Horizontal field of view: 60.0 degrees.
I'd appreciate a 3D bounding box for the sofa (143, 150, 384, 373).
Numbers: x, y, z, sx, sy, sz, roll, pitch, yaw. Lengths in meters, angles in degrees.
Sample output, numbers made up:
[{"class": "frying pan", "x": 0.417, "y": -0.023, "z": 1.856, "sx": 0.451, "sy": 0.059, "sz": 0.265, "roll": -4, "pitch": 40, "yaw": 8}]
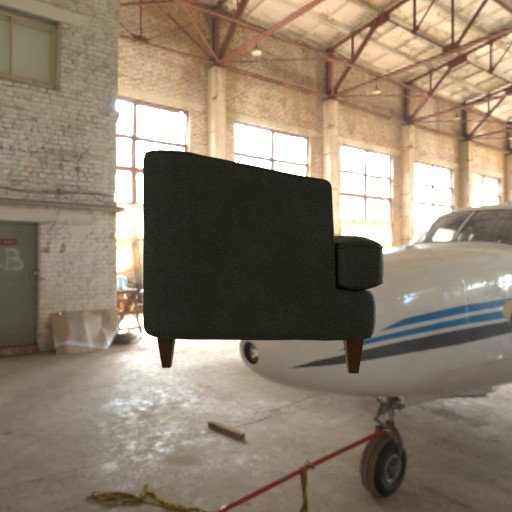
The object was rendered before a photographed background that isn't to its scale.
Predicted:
[{"class": "sofa", "x": 0.000, "y": 0.000, "z": 2.692, "sx": 0.941, "sy": 0.855, "sz": 2.278, "roll": 0, "pitch": 0, "yaw": 0}]
